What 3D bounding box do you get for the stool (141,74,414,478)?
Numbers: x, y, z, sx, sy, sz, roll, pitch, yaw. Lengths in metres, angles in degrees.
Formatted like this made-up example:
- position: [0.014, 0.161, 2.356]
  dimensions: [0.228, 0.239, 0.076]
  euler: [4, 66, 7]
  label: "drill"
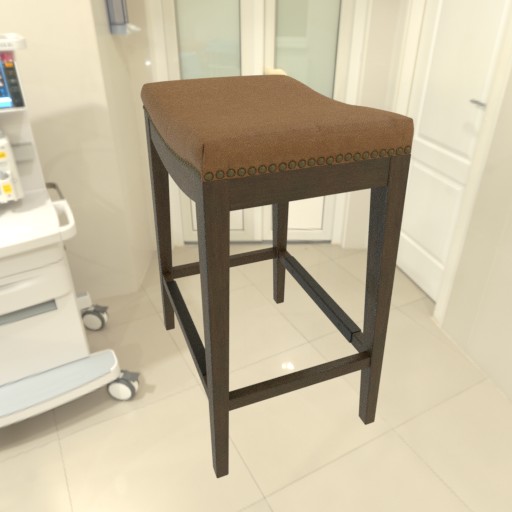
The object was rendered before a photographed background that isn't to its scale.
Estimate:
- position: [0.000, 0.000, 0.950]
  dimensions: [0.361, 0.660, 0.500]
  euler: [-11, 32, -19]
  label: "stool"
